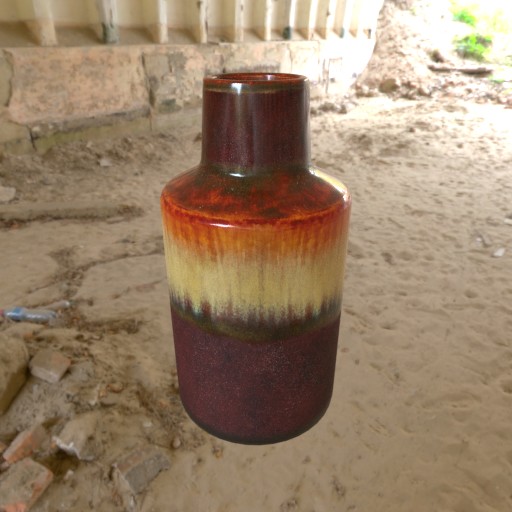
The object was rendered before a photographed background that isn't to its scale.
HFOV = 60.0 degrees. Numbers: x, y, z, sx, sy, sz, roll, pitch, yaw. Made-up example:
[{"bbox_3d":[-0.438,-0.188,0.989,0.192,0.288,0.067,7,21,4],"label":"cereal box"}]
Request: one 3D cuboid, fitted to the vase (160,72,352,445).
[{"bbox_3d":[0.000,0.000,0.270,0.108,0.204,0.108,0,27,0],"label":"vase"}]
